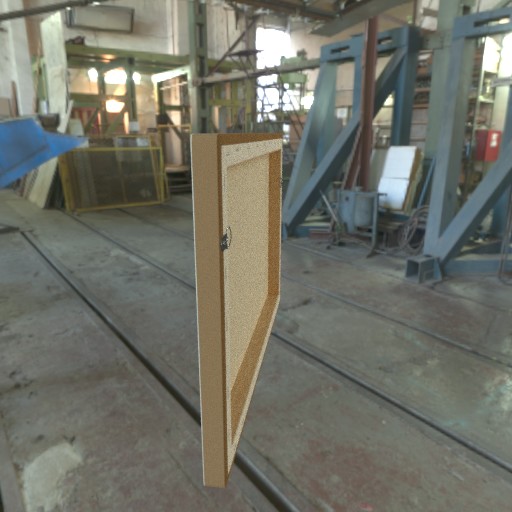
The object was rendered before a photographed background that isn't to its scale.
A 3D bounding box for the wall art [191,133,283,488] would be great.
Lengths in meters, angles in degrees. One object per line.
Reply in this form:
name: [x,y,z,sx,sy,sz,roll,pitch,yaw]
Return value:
wall art: [0.000,0.000,0.475,0.019,0.254,0.380,2,16,9]
